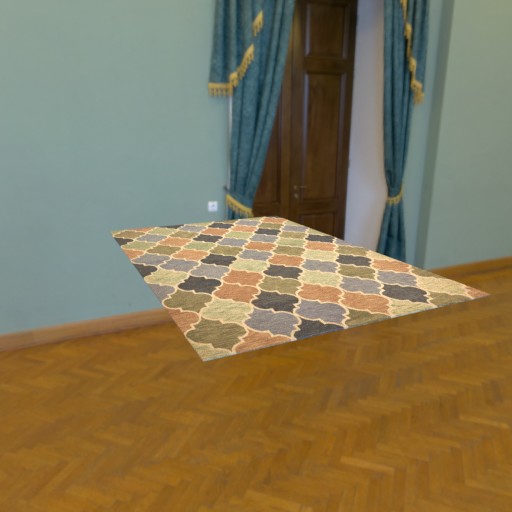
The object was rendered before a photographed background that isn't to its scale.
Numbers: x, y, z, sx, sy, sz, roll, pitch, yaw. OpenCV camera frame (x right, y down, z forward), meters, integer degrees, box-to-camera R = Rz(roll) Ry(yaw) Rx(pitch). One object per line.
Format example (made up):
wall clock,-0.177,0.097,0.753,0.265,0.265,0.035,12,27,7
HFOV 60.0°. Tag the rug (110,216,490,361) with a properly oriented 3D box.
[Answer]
rug,0.000,0.000,2.325,1.216,0.006,1.828,-8,18,-25
